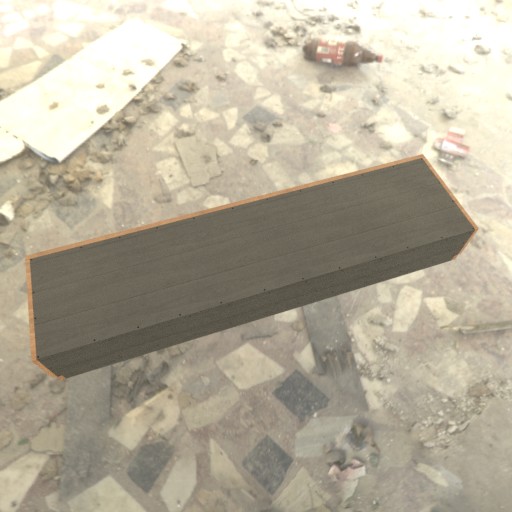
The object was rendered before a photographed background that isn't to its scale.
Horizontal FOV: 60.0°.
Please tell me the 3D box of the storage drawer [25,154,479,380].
[{"bbox_3d":[0.000,0.000,2.157,2.032,0.264,0.538,-16,59,-10],"label":"storage drawer"}]
